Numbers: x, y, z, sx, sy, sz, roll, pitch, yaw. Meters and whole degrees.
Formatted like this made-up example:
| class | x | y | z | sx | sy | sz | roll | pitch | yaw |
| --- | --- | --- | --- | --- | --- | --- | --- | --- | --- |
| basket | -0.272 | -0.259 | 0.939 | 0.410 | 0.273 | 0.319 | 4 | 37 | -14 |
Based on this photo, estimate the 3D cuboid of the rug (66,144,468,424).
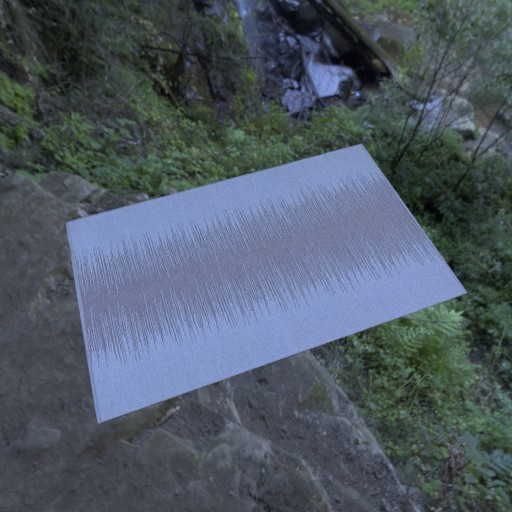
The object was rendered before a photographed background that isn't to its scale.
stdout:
| class | x | y | z | sx | sy | sz | roll | pitch | yaw |
| --- | --- | --- | --- | --- | --- | --- | --- | --- | --- |
| rug | 0.000 | 0.000 | 3.102 | 2.440 | 0.012 | 1.522 | -17 | 58 | -11 |
